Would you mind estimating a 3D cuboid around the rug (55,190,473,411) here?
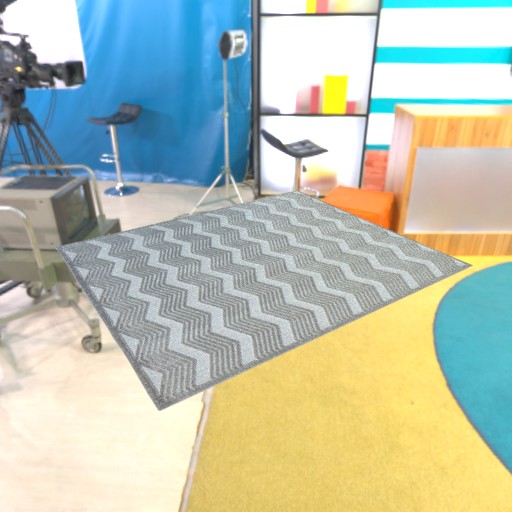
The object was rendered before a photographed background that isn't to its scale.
[{"bbox_3d":[0.000,0.000,3.951,2.880,0.005,2.391,-17,32,-30],"label":"rug"}]
